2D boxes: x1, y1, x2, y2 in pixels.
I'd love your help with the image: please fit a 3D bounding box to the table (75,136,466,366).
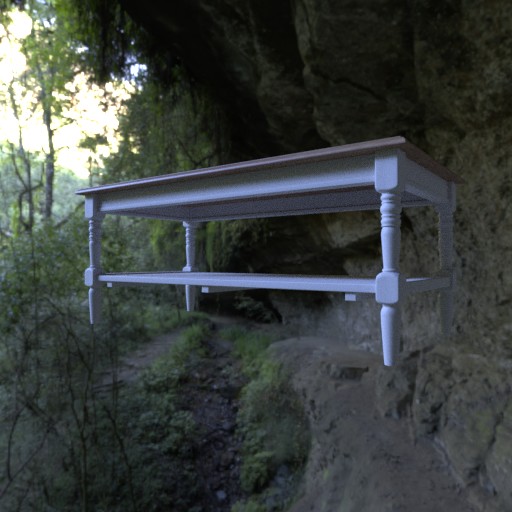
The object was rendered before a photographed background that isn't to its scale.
[{"bbox_3d":[0.000,0.000,1.402,1.118,0.458,0.559,0,-1,36],"label":"table"}]
